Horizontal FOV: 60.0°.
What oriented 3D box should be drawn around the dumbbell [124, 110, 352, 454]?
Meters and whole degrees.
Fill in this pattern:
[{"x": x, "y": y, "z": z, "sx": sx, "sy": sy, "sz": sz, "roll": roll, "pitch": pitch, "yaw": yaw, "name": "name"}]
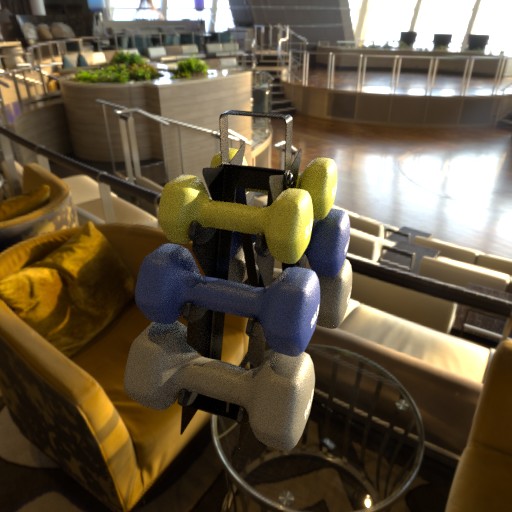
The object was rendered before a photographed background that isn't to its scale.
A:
[{"x": 0.000, "y": 0.000, "z": 0.683, "sx": 0.261, "sy": 0.426, "sz": 0.416, "roll": 11, "pitch": 31, "yaw": 19, "name": "dumbbell"}]
